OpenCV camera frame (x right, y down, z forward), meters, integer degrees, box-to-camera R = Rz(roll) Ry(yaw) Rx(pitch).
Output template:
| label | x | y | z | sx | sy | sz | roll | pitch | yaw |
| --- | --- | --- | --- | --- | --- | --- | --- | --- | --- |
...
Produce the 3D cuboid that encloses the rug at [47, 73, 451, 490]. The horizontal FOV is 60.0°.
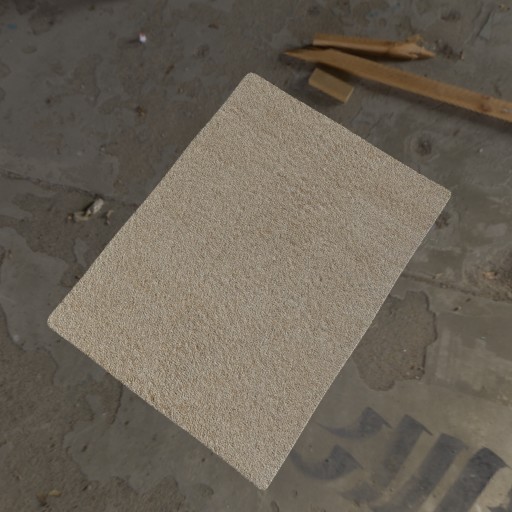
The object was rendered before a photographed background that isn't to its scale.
| label | x | y | z | sx | sy | sz | roll | pitch | yaw |
| --- | --- | --- | --- | --- | --- | --- | --- | --- | --- |
| rug | 0.000 | 0.000 | 2.069 | 1.200 | 0.027 | 1.600 | 34 | 78 | 8 |
